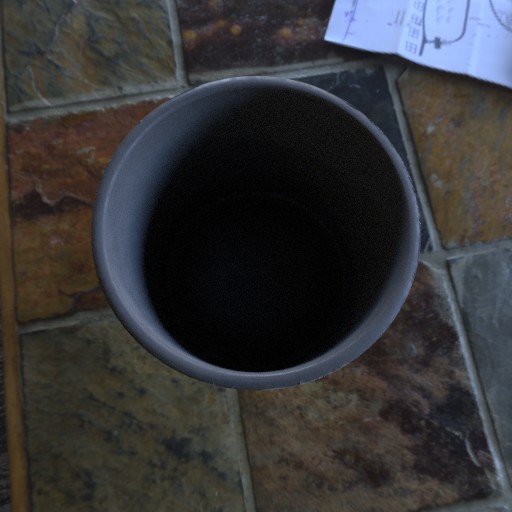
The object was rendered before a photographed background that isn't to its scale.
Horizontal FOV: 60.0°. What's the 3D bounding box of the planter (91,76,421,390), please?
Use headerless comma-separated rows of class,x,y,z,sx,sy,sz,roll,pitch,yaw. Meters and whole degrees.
planter,0.000,0.000,0.386,0.221,0.201,0.221,0,75,0
